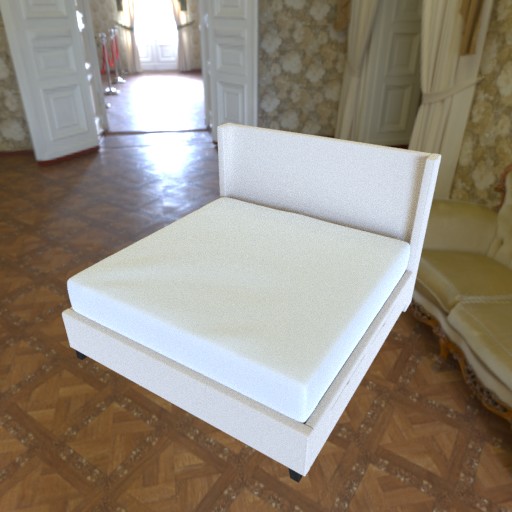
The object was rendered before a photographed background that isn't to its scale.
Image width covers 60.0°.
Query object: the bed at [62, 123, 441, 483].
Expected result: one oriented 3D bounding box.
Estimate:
[{"bbox_3d":[0.000,0.000,3.627,2.145,1.471,2.293,17,34,28],"label":"bed"}]
